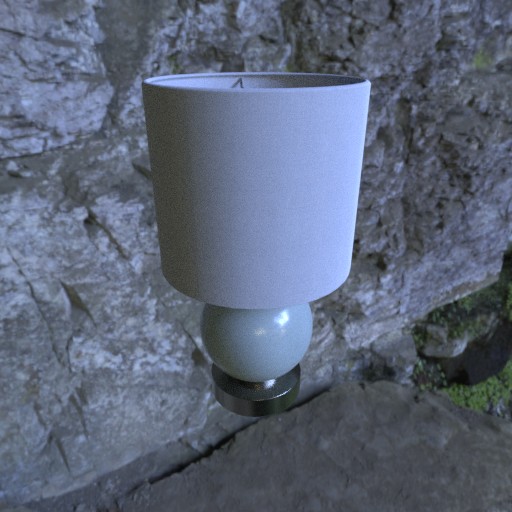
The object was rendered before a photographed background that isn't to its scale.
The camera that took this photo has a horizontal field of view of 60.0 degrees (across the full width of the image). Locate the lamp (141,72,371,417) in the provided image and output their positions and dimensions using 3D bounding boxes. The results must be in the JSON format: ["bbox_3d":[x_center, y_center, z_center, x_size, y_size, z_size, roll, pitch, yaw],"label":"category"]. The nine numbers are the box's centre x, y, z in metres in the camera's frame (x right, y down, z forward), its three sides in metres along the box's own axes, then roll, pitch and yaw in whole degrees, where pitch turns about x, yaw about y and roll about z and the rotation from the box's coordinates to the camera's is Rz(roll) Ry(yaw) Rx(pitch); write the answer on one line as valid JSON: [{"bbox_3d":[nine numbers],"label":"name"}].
[{"bbox_3d":[0.000,0.000,0.474,0.201,0.353,0.201,-17,30,-31],"label":"lamp"}]
